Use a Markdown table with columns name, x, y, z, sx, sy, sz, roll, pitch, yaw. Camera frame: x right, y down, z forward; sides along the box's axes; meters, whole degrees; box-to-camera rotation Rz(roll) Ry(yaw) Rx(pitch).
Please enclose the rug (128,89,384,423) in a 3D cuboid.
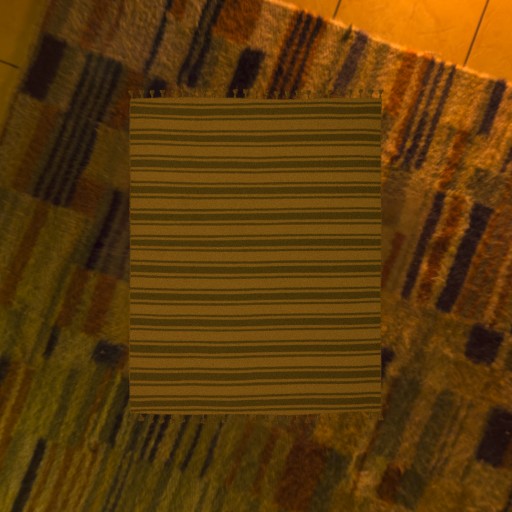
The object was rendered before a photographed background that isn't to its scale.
| name | x | y | z | sx | sy | sz | roll | pitch | yaw |
| --- | --- | --- | --- | --- | --- | --- | --- | --- | --- |
| rug | 0.000 | 0.000 | 4.237 | 2.439 | 0.005 | 3.201 | 0 | 90 | 0 |
